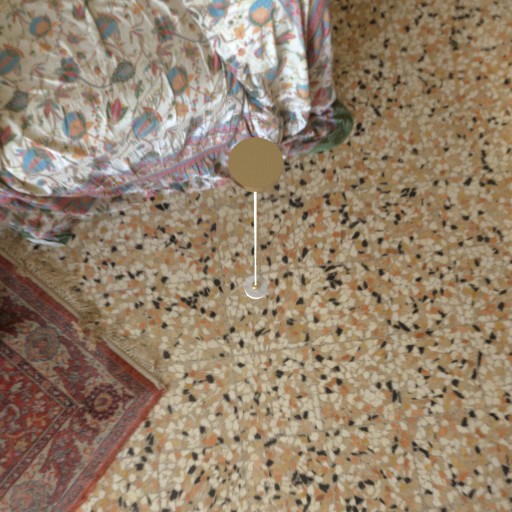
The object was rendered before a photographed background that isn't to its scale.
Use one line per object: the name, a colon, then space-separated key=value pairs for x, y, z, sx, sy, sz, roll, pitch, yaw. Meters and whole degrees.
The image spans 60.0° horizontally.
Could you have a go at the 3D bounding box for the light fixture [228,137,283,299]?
light fixture: x=0.000 y=0.000 z=1.771 sx=0.129 sy=1.669 sz=0.129 roll=2 pitch=76 yaw=0
